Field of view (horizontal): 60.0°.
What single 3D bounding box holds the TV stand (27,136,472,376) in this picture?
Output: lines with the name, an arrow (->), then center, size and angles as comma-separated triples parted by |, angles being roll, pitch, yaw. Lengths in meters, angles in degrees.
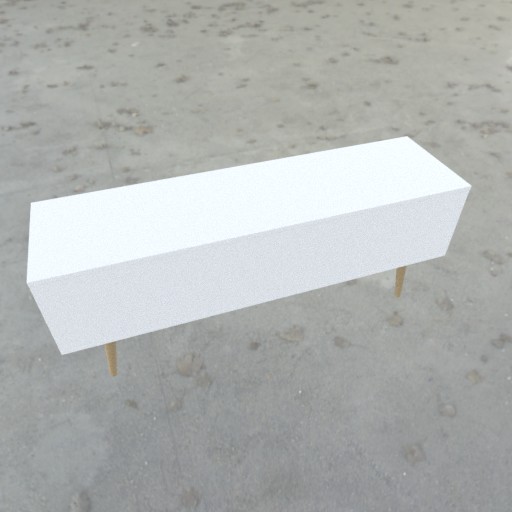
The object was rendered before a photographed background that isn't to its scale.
TV stand -> 0.000, 0.000, 1.647 | 1.398, 0.560, 0.401 | -13, 43, -14
